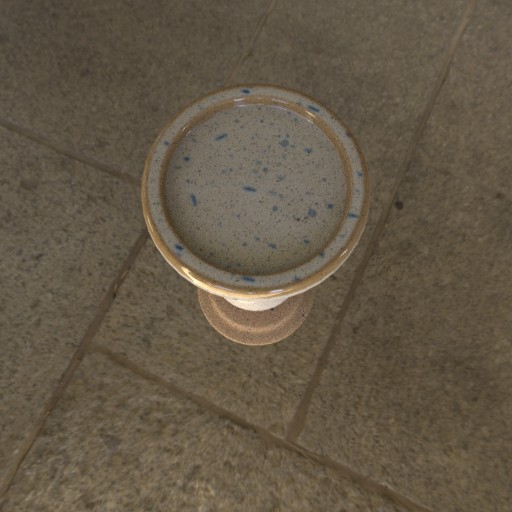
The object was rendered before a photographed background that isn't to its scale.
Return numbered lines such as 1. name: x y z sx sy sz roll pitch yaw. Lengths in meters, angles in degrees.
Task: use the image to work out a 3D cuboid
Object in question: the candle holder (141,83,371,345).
1. candle holder: 0.000 0.000 0.241 0.088 0.203 0.088 0 76 0
